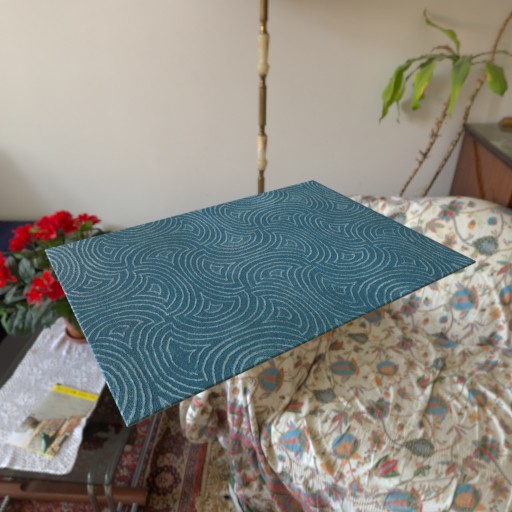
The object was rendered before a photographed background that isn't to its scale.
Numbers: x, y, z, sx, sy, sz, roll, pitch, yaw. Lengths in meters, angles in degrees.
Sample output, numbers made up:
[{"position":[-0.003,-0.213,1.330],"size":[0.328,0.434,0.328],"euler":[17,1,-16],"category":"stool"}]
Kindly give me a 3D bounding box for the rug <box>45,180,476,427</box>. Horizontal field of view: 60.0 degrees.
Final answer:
[{"position":[0.000,0.000,2.712],"size":[2.144,0.015,1.543],"euler":[-19,36,-28],"category":"rug"}]
